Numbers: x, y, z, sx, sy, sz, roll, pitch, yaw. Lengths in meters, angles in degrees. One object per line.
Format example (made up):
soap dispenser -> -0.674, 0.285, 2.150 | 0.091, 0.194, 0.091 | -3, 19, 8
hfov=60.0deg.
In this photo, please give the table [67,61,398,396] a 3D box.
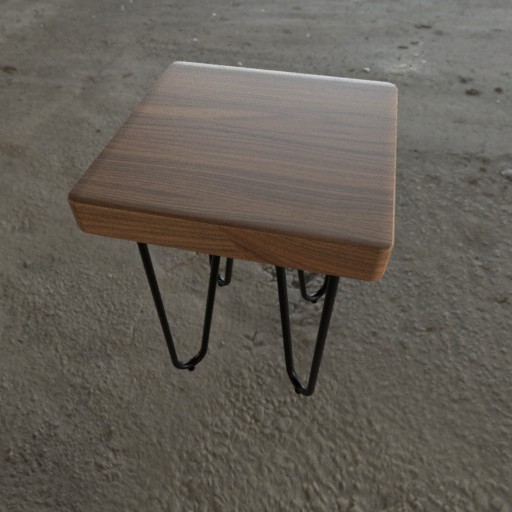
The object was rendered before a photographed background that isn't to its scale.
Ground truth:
table -> 0.000, 0.000, 1.010 | 0.480, 0.641, 0.479 | 10, 49, 9
